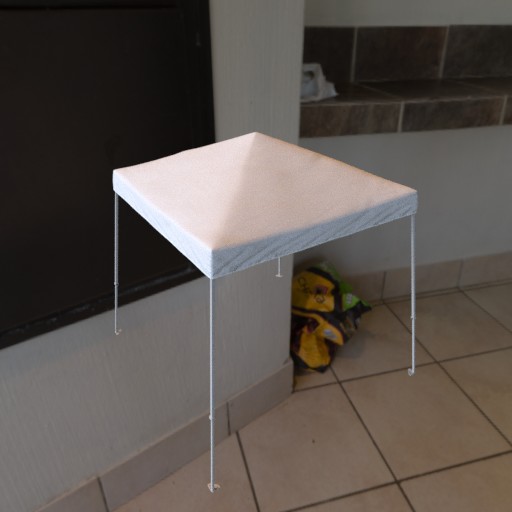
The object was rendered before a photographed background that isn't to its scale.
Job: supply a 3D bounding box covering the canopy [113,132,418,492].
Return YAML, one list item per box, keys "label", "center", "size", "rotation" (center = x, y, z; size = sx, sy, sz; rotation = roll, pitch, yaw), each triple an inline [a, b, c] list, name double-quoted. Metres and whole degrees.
- label: "canopy"
  center: [0.000, 0.000, 5.159]
  size: [2.849, 2.849, 2.848]
  rotation: [-17, 33, -29]
